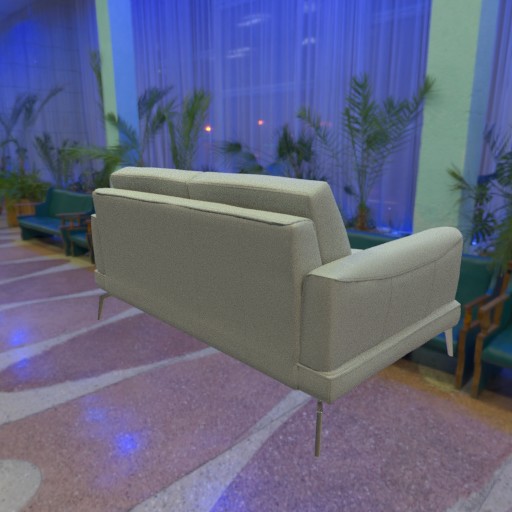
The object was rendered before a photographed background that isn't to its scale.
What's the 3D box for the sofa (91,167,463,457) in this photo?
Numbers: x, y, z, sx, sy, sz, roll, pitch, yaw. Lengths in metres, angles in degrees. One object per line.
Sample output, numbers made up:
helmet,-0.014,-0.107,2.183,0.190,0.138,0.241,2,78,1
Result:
sofa,0.000,0.000,2.388,1.121,0.930,1.819,-13,19,-42
